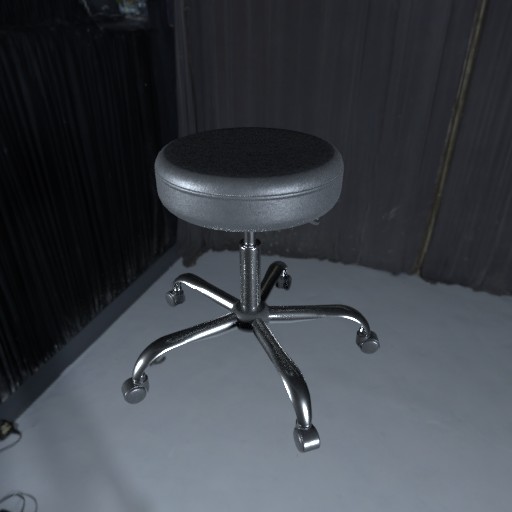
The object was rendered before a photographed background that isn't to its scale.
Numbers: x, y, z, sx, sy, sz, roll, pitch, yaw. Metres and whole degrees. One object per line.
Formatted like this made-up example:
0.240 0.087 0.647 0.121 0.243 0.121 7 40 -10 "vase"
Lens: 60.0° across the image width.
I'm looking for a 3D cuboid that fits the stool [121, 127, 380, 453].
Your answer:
0.000 0.000 1.123 0.673 0.576 0.638 10 32 16 "stool"
